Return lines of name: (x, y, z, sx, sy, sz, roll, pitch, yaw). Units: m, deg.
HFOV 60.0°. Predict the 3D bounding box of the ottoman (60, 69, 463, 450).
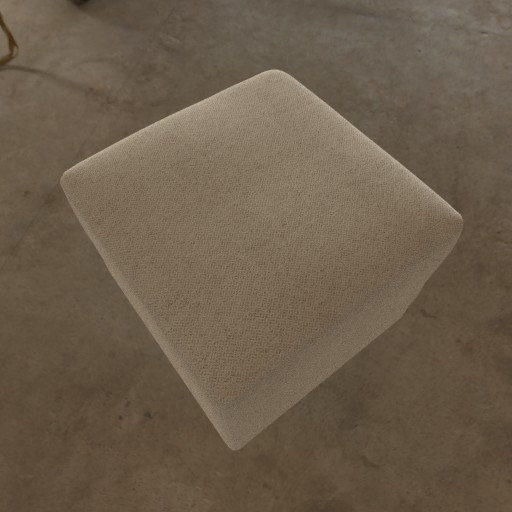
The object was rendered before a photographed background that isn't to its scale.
ottoman: (0.000, 0.000, 0.919, 0.512, 0.453, 0.521, -33, 65, -18)
